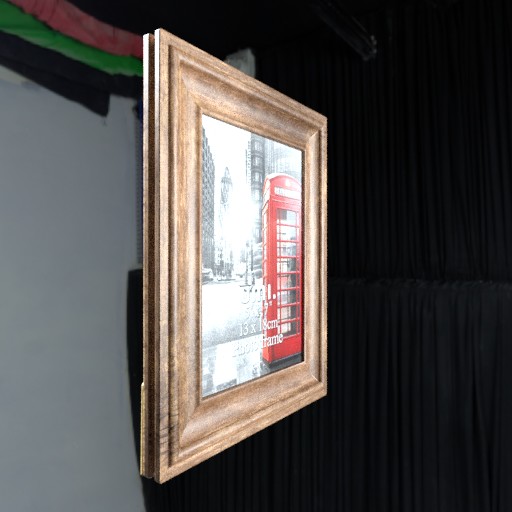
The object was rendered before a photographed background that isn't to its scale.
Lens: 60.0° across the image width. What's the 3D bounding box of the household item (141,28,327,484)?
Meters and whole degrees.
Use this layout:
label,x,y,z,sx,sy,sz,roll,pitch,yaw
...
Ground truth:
label,x,y,z,sx,sy,sz,roll,pitch,yaw
household item,0.000,0.000,0.309,0.018,0.237,0.186,0,0,36
